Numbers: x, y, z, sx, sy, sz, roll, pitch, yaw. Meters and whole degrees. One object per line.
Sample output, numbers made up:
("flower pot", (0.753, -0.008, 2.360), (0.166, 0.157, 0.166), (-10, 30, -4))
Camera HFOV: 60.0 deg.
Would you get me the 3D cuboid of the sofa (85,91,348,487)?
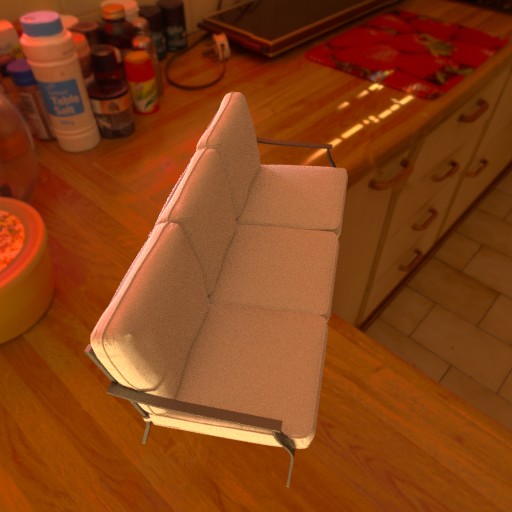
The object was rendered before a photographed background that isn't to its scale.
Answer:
("sofa", (0.000, 0.000, 2.167), (0.787, 0.860, 1.740), (9, 47, 8))
